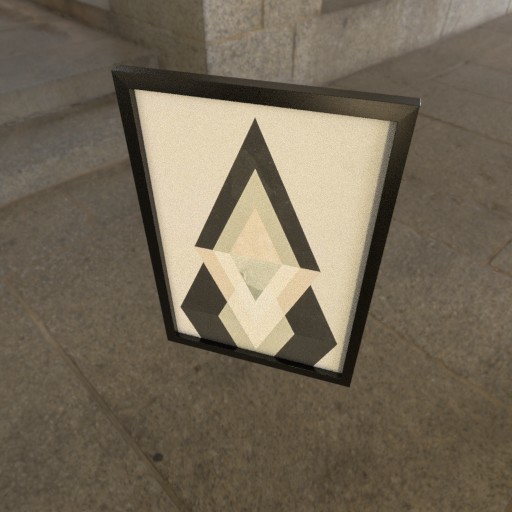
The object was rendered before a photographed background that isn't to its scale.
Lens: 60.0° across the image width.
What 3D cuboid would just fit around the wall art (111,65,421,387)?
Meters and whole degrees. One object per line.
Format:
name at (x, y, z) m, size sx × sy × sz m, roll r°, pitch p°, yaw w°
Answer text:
wall art at (0.000, 0.000, 0.589) m, size 0.314 × 0.455 × 0.019 m, roll 11°, pitch 43°, yaw 13°
